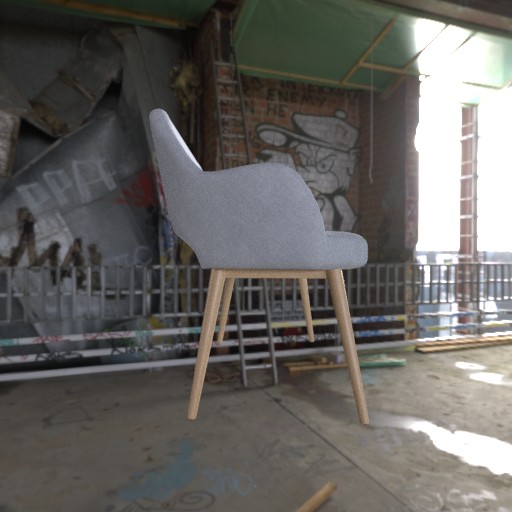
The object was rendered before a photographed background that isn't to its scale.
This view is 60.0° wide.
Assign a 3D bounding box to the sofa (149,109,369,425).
[{"bbox_3d":[0.000,0.000,1.619,0.610,0.840,1.150,0,1,0],"label":"sofa"}]
